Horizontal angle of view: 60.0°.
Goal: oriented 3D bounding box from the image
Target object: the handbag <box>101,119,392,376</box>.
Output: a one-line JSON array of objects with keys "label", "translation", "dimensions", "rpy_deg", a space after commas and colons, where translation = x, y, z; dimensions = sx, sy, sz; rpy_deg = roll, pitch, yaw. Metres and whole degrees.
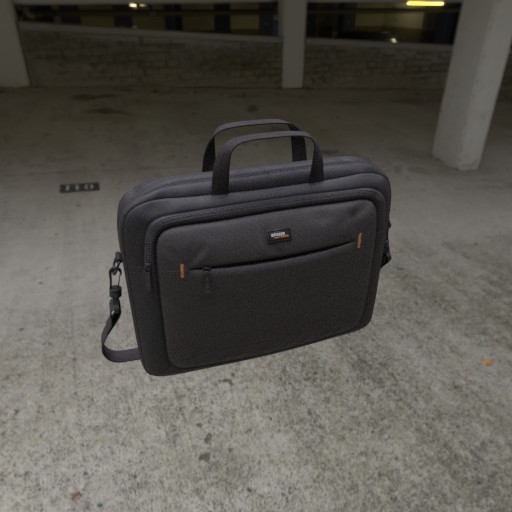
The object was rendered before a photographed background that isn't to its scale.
[{"label": "handbag", "translation": [0.000, 0.000, 0.434], "dimensions": [0.320, 0.244, 0.089], "rpy_deg": [-10, 32, -16]}]
